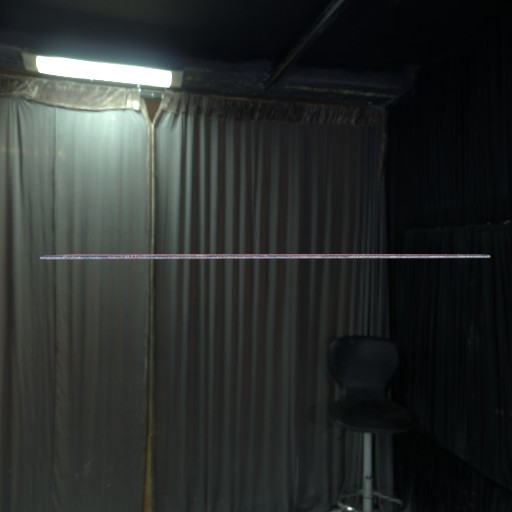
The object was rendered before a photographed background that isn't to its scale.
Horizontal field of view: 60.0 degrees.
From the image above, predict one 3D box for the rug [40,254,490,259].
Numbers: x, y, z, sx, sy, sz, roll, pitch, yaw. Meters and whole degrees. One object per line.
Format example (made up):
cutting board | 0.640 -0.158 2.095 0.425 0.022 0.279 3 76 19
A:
rug | 0.000 0.000 2.978 2.449 0.018 1.539 0 0 -19
